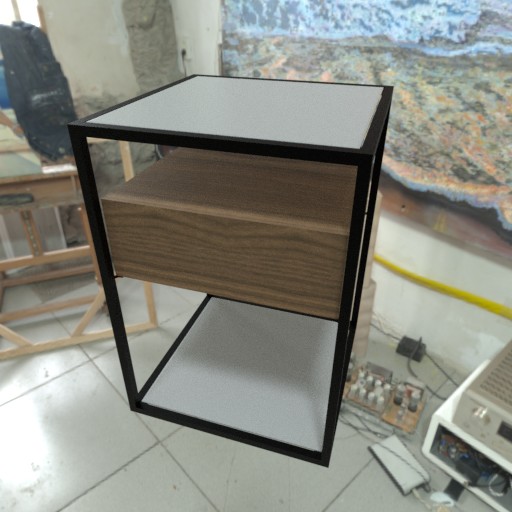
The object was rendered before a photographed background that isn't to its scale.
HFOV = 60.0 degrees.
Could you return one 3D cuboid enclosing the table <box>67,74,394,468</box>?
[{"bbox_3d":[0.000,0.000,0.802,0.378,0.540,0.378,10,33,15],"label":"table"}]
